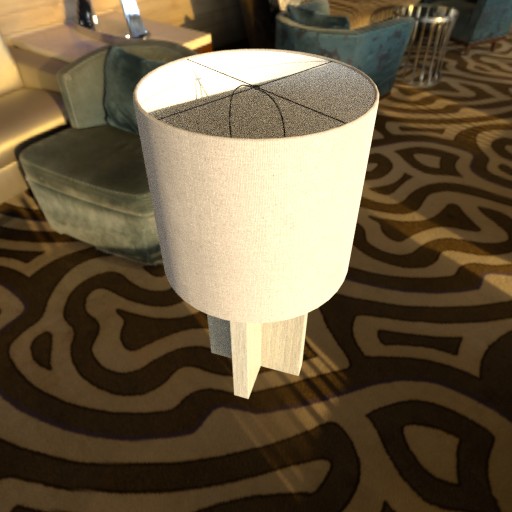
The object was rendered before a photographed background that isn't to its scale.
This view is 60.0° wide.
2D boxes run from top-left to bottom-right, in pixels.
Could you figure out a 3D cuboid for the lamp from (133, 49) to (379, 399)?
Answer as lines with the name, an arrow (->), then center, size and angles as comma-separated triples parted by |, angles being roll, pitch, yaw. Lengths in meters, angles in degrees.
lamp -> 0.000, 0.000, 0.559 | 0.229, 0.428, 0.229 | 12, 42, 13
